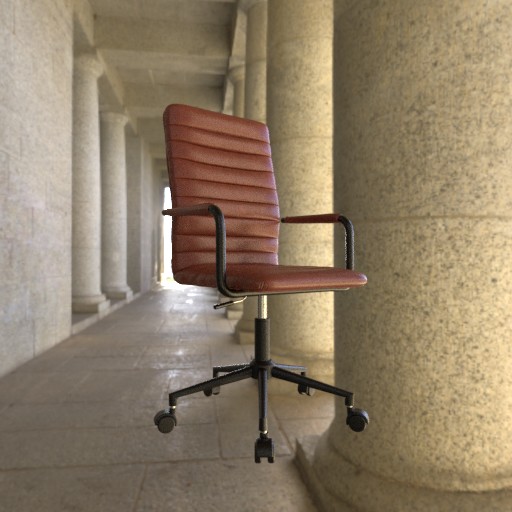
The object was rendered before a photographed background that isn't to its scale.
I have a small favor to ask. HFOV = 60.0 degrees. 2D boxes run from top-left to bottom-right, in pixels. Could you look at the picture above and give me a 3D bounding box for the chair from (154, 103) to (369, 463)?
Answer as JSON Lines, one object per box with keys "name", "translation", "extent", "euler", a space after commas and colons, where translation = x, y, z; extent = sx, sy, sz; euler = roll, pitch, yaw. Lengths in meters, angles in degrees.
{"name": "chair", "translation": [0.000, 0.000, 1.354], "extent": [0.608, 0.979, 0.580], "euler": [0, 0, -36]}
